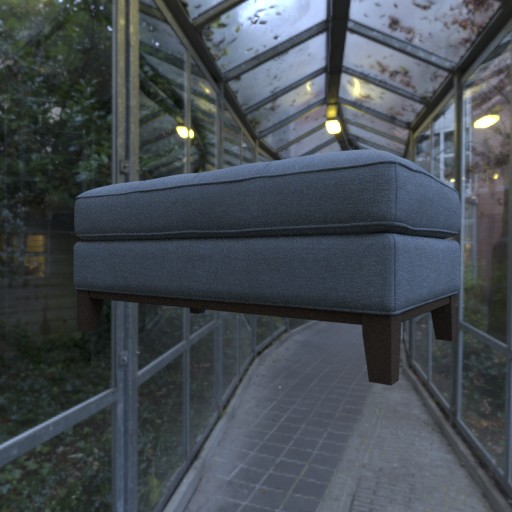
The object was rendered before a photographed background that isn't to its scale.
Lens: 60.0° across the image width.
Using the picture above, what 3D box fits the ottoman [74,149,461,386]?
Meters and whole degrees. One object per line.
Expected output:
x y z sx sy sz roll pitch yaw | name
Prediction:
0.000 0.000 1.447 1.143 0.514 0.648 0 0 36 | ottoman
